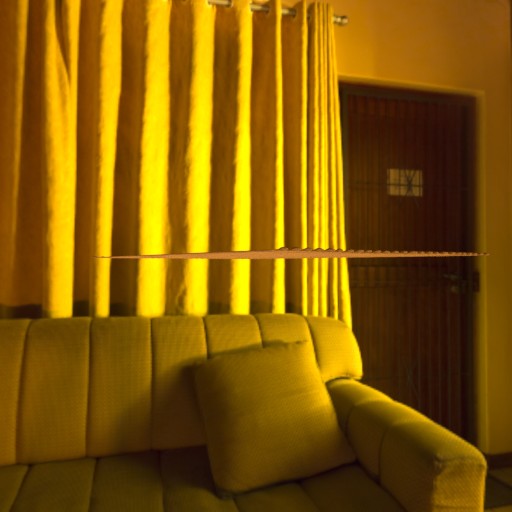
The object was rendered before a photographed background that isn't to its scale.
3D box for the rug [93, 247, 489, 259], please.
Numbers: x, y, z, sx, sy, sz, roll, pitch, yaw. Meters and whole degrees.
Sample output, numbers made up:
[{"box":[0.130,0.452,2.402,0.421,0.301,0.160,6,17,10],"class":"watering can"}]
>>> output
[{"box":[0.000,0.000,2.331,1.162,0.013,1.875,1,-1,-36],"class":"rug"}]
